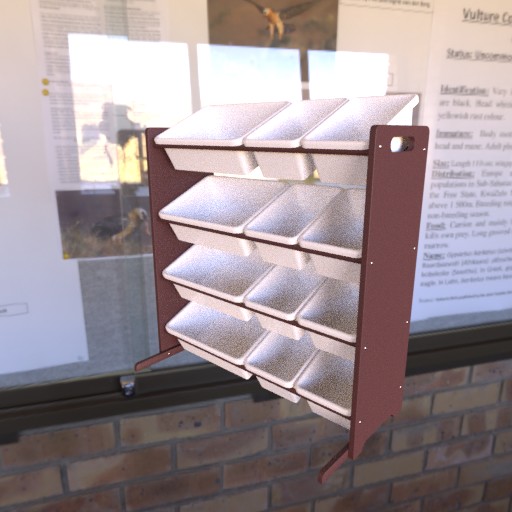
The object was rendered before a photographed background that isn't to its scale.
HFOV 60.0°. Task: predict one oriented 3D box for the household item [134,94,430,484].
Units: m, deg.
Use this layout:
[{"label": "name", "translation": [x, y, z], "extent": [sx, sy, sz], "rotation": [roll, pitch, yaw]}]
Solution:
[{"label": "household item", "translation": [0.000, 0.000, 1.279], "extent": [0.787, 0.864, 0.389], "rotation": [14, 21, 40]}]
